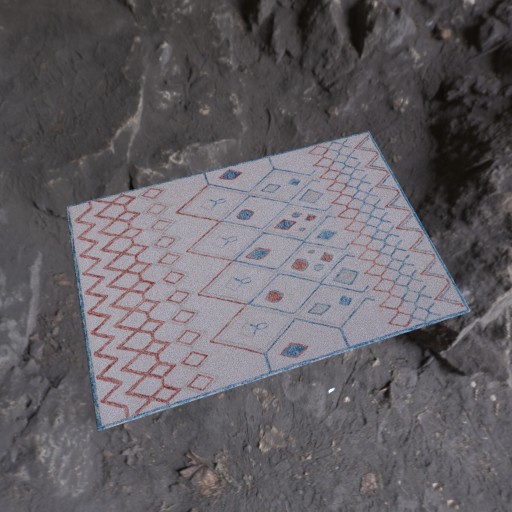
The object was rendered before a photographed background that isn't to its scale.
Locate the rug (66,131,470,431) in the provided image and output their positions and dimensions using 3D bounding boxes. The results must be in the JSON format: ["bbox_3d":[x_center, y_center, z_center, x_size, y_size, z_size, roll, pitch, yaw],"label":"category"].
[{"bbox_3d":[0.000,0.000,2.318,1.829,0.016,1.219,-16,64,-8],"label":"rug"}]
